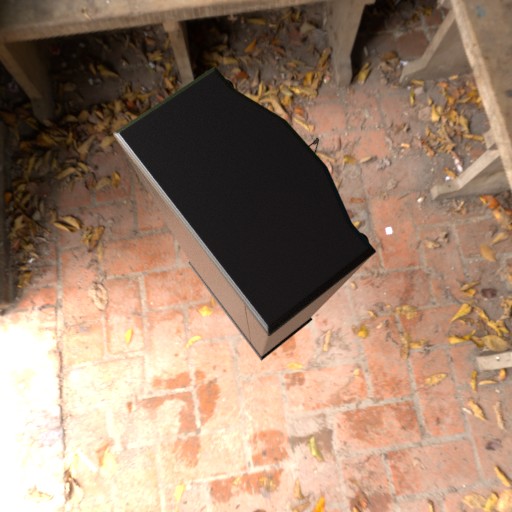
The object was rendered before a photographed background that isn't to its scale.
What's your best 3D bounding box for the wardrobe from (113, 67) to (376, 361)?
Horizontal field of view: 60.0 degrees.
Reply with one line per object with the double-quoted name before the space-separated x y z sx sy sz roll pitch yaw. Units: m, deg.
"wardrobe" 0.000 0.000 1.209 0.295 1.011 0.444 -37 78 -9
